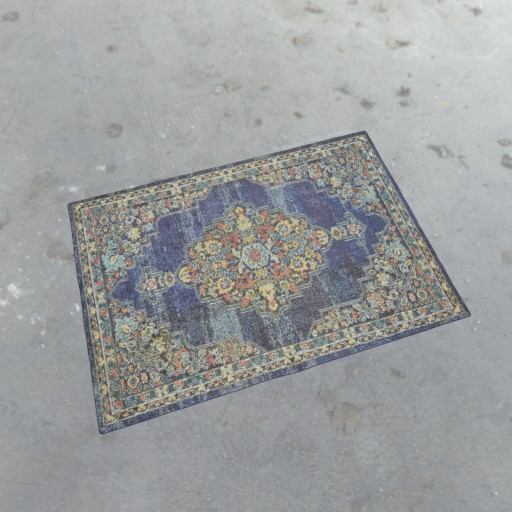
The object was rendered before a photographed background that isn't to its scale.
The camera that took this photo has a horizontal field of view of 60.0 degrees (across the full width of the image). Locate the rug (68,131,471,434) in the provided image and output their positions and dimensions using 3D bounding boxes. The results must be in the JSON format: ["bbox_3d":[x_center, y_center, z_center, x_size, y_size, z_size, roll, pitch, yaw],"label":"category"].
[{"bbox_3d":[0.000,0.000,3.754,2.940,0.011,2.053,-16,63,-8],"label":"rug"}]
